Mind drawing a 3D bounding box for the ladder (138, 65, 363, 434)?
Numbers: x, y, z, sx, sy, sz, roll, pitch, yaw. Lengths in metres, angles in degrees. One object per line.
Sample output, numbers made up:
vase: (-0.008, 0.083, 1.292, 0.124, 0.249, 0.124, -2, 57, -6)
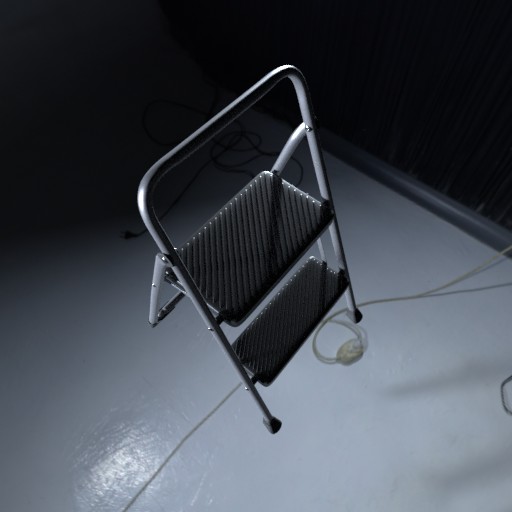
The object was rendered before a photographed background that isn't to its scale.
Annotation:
ladder: (0.000, 0.000, 0.985, 0.472, 0.720, 0.430, 35, 64, 19)
